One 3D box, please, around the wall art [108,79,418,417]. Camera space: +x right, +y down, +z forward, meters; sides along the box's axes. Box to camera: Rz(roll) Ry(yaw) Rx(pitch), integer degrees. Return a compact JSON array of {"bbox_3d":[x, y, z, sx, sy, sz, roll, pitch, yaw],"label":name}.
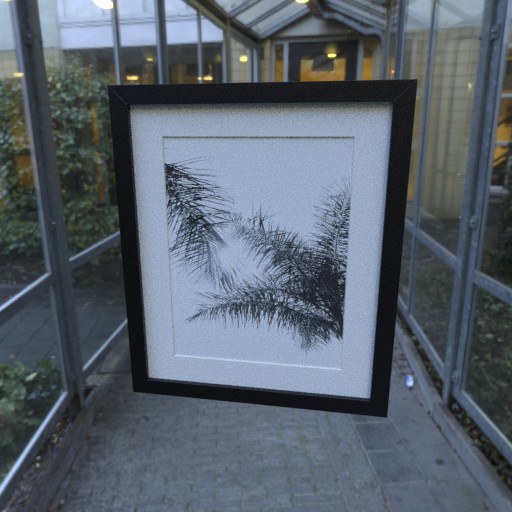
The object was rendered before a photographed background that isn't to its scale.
[{"bbox_3d":[0.000,0.000,0.522,0.325,0.380,0.028,3,16,9],"label":"wall art"}]
